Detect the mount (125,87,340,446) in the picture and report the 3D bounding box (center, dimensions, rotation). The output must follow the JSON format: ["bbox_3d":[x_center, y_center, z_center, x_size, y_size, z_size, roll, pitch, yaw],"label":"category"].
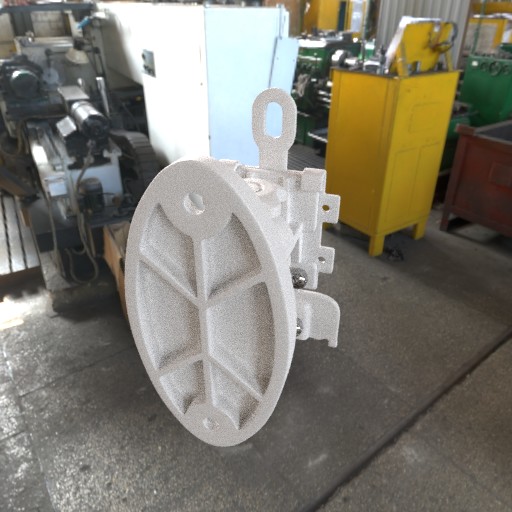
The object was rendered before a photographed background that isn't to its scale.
[{"bbox_3d":[0.000,0.000,0.174,0.066,0.118,0.100,9,31,15],"label":"mount"}]
